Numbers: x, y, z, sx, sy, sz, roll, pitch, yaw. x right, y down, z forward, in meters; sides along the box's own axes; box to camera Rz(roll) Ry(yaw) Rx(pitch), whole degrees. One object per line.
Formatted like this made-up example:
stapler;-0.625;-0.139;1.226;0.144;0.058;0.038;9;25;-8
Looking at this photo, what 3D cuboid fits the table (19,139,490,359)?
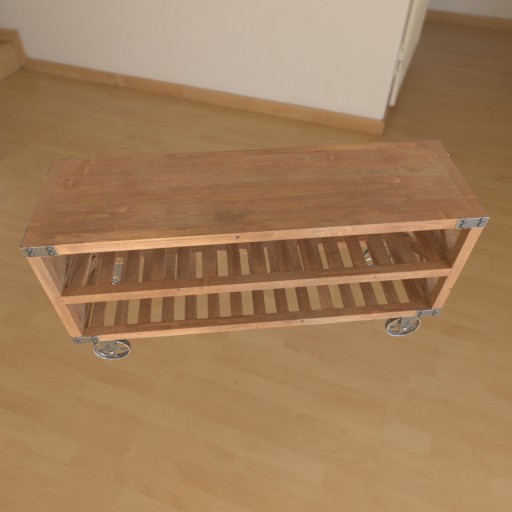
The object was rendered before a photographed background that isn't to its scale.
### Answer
table;0.000;0.000;1.796;1.487;0.711;0.467;-4;47;-4
